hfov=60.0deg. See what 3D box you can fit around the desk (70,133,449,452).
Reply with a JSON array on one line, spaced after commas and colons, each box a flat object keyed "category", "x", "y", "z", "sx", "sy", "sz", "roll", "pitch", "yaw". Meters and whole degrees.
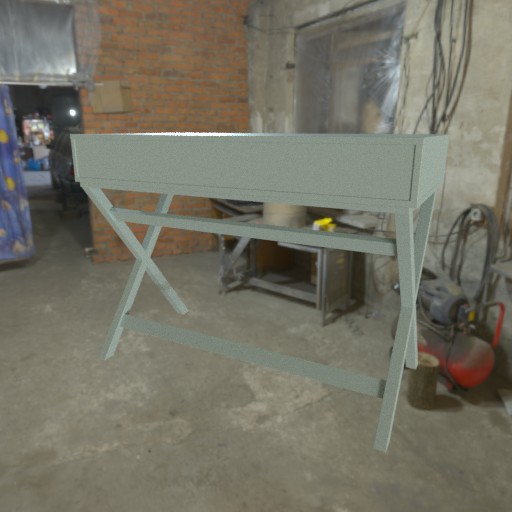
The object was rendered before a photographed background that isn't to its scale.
[{"category": "desk", "x": 0.000, "y": 0.000, "z": 1.475, "sx": 1.059, "sy": 0.780, "sz": 0.509, "roll": 9, "pitch": 18, "yaw": 27}]
